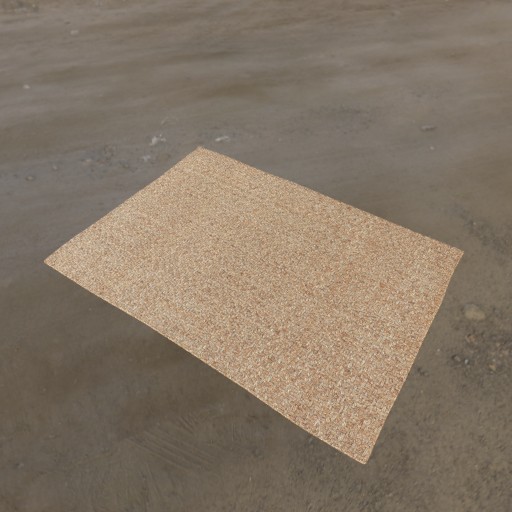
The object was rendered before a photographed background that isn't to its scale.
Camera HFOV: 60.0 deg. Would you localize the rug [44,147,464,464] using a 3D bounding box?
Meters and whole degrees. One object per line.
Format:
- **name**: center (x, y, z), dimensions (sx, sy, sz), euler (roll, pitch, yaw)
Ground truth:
- **rug**: center (0.000, 0.000, 2.744), dimensions (2.141, 0.013, 1.566), euler (25, 51, 22)
